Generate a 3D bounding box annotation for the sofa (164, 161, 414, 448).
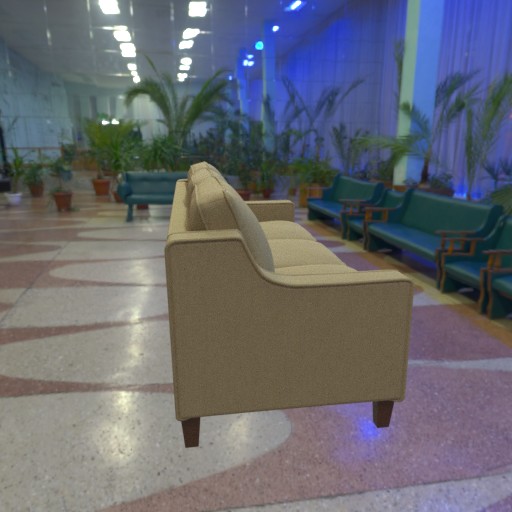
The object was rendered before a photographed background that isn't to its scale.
[{"bbox_3d":[0.000,0.000,2.538,0.911,0.974,1.986,-2,16,-8],"label":"sofa"}]
